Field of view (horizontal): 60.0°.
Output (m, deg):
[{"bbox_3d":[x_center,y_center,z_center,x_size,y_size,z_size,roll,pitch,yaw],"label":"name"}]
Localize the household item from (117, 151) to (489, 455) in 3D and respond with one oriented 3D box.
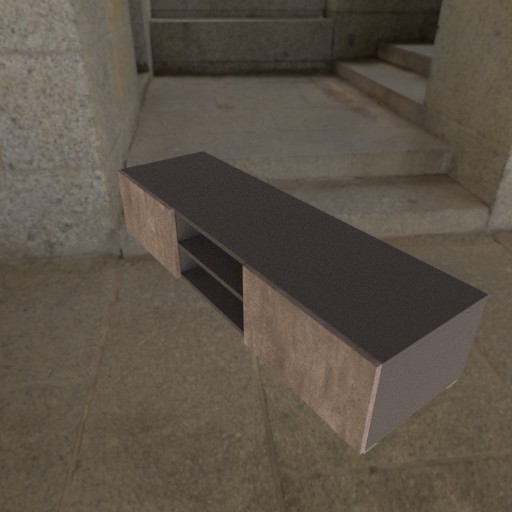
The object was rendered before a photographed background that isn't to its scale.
[{"bbox_3d":[0.000,0.000,1.567,0.420,0.310,1.400,-21,37,-30],"label":"household item"}]
